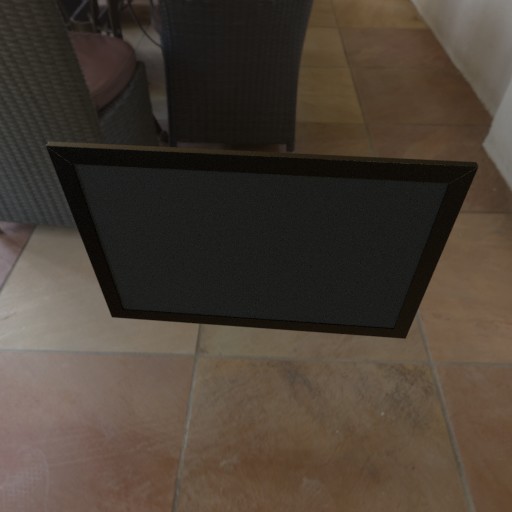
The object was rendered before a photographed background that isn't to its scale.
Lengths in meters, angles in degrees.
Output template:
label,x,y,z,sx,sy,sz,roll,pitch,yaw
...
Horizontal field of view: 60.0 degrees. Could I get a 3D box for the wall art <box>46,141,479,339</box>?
label,x,y,z,sx,sy,sz,roll,pitch,yaw
wall art,0.000,0.000,0.837,0.660,0.447,0.013,4,46,4
